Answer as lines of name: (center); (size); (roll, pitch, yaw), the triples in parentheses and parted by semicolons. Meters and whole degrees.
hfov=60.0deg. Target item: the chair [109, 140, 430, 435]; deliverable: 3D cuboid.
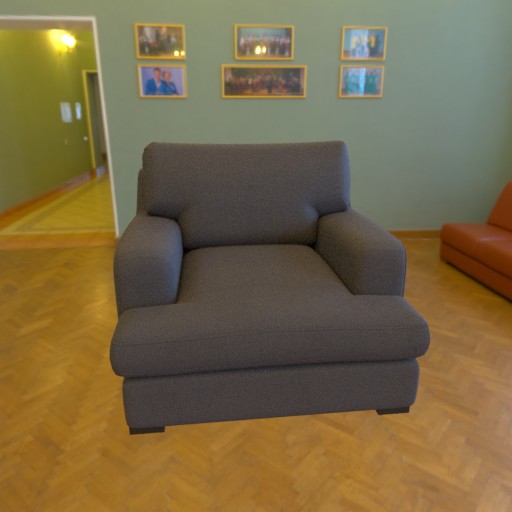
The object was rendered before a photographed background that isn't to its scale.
chair: (0.000, 0.000, 1.957); (1.168, 0.940, 1.143); (-2, 18, -7)
